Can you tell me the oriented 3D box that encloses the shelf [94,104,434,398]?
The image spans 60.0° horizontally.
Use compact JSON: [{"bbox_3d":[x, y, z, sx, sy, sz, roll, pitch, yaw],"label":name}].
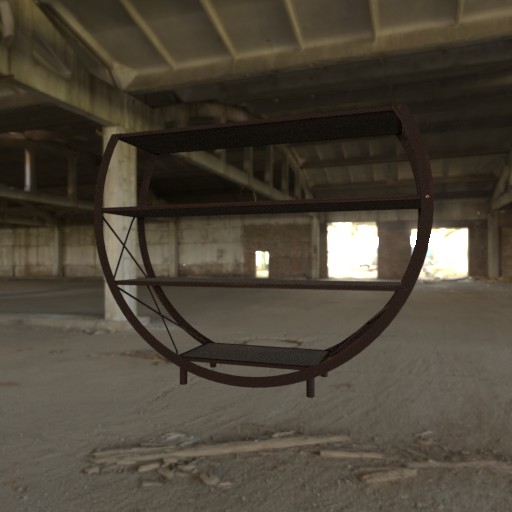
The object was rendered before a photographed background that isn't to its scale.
[{"bbox_3d":[0.000,0.000,1.902,1.403,1.063,0.344,0,0,18],"label":"shelf"}]
